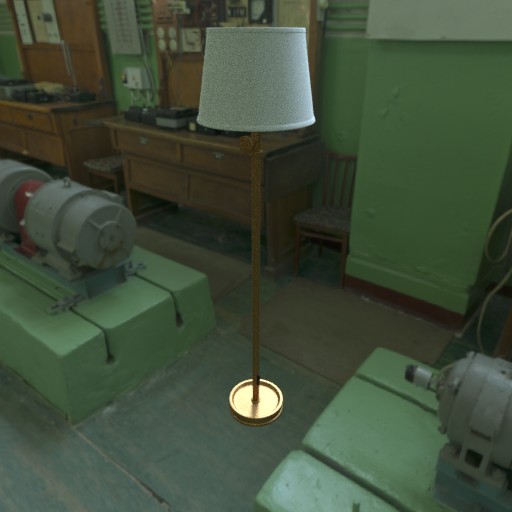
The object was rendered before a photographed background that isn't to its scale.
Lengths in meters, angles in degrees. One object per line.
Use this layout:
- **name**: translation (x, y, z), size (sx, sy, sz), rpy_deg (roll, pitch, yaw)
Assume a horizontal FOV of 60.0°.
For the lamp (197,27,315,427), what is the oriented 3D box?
- **lamp**: translation (0.000, 0.000, 0.777), size (0.178, 0.710, 0.178), rpy_deg (0, 27, 0)
